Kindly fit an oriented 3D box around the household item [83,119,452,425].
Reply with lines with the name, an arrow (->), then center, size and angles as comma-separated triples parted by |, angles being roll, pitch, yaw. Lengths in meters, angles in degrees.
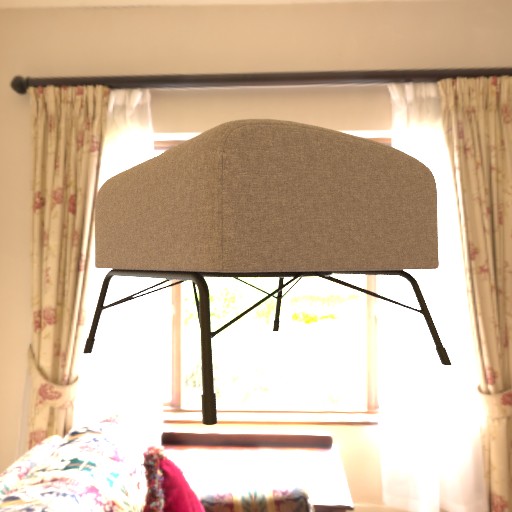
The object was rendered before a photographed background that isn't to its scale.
household item -> 0.000, 0.000, 0.889 | 0.530, 0.410, 0.530 | 1, -1, -36
